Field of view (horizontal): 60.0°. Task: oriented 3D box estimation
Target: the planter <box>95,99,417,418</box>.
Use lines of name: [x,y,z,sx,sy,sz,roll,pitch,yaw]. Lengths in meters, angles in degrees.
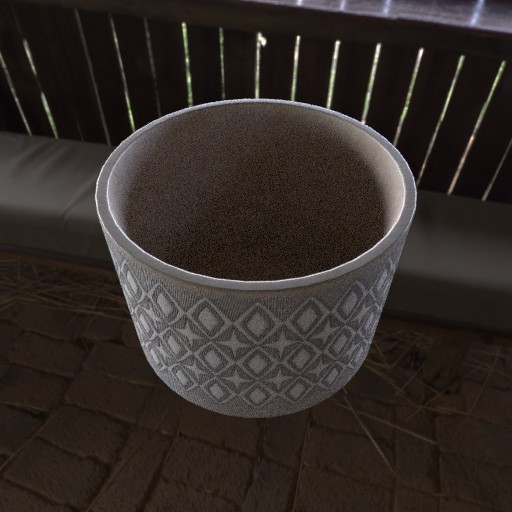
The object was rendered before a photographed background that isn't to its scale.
planter: [0.000,0.000,0.278,0.164,0.127,0.164,0,46,0]
